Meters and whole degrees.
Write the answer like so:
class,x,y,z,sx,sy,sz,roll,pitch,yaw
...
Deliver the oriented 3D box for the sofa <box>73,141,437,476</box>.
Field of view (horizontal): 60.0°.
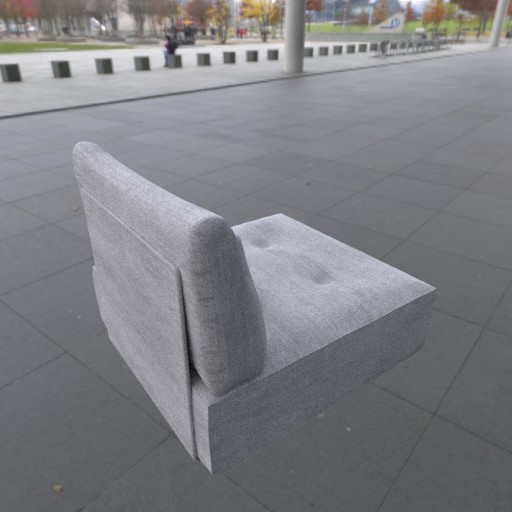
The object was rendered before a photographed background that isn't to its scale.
class,x,y,z,sx,sy,sz,roll,pitch,yaw
sofa,0.000,0.000,1.674,1.000,0.820,0.930,-18,33,-31
